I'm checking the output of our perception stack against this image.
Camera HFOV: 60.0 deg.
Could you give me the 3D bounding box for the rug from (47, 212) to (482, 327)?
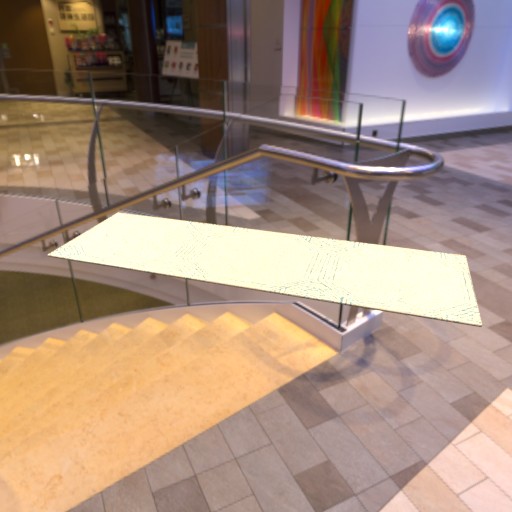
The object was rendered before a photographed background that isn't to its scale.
[{"bbox_3d":[0.000,0.000,2.719,2.452,0.012,0.775,8,28,16],"label":"rug"}]
